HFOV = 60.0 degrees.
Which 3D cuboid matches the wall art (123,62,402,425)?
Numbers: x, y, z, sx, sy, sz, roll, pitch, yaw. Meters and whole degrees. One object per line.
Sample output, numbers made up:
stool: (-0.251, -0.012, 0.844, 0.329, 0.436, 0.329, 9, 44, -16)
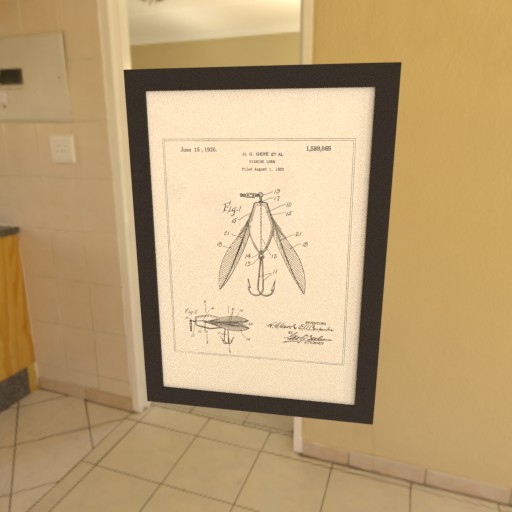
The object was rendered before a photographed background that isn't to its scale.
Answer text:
wall art: (0.000, 0.000, 0.673, 0.380, 0.534, 0.013, 3, 15, 10)
